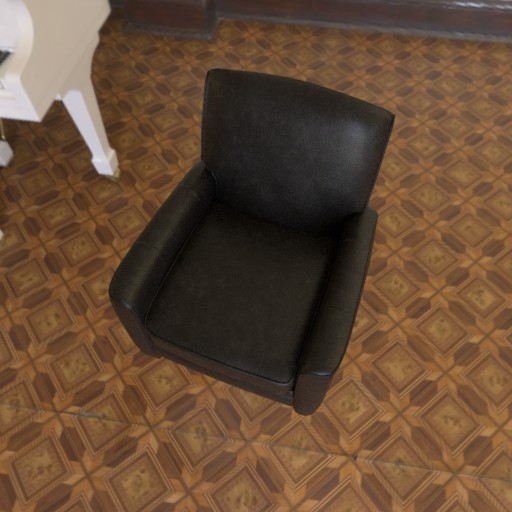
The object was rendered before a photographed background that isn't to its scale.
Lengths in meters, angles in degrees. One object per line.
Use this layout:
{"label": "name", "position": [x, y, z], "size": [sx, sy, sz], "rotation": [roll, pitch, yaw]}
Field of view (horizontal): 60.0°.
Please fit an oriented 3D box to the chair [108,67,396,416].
{"label": "chair", "position": [0.000, 0.000, 1.704], "size": [0.848, 1.014, 0.864], "rotation": [18, 59, 11]}
